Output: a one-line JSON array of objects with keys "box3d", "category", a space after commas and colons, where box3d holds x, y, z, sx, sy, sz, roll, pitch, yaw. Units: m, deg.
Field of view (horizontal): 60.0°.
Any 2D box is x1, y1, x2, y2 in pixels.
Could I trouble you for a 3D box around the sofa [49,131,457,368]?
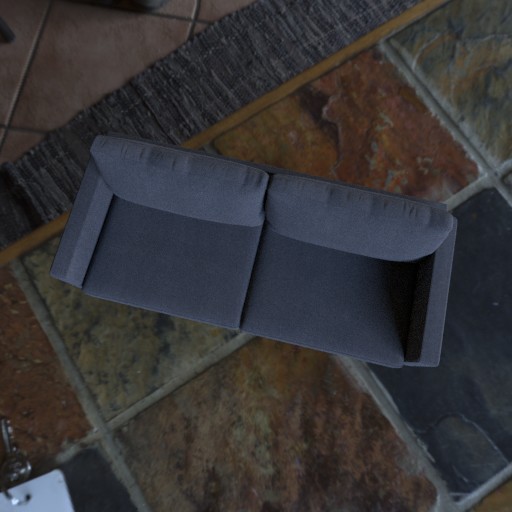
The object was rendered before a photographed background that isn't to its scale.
[{"box3d": [0.000, 0.000, 2.586, 2.100, 0.880, 0.880, 13, 77, 3], "category": "sofa"}]
